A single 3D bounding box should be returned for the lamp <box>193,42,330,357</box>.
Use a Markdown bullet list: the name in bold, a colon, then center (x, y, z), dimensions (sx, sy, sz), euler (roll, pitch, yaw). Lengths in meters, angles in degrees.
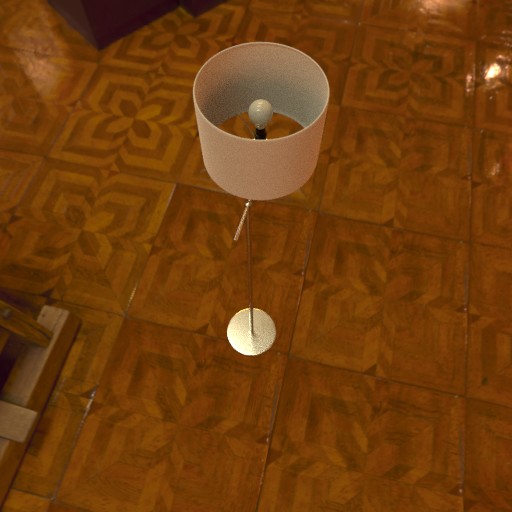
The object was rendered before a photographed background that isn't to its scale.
- **lamp**: center (0.000, 0.000, 1.744), dimensions (0.324, 1.600, 0.416), euler (14, 64, 7)
